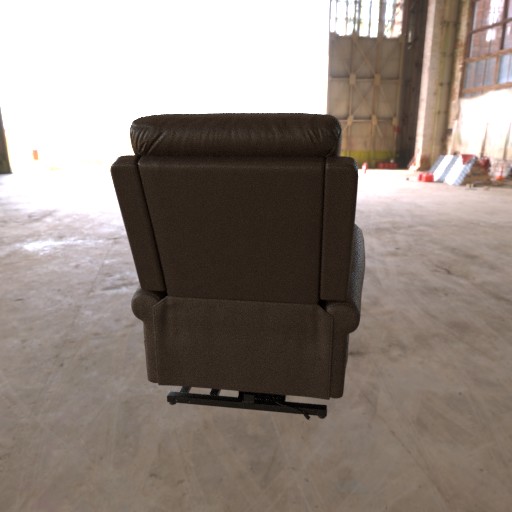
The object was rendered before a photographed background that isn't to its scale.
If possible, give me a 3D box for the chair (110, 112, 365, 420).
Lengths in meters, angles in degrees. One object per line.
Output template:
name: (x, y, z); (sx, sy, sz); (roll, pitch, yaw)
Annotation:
chair: (0.000, 0.000, 1.727); (0.869, 1.028, 0.978); (2, 15, 8)
